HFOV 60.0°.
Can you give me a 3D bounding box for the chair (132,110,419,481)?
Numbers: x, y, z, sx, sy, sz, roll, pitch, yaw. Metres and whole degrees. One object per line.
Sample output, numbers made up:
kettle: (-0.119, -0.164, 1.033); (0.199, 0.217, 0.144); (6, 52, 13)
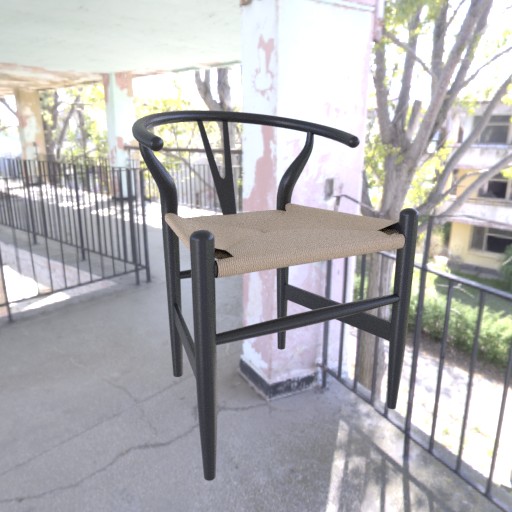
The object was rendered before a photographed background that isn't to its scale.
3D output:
chair: (0.000, 0.000, 1.144); (0.570, 0.739, 0.570); (-8, 17, -28)
